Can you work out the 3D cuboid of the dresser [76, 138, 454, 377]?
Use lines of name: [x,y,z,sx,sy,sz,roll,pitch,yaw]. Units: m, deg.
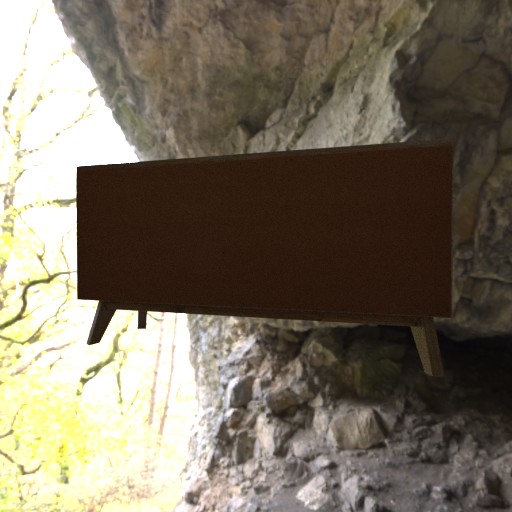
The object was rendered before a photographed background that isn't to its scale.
dresser: [0.000,0.000,1.955,1.554,0.805,0.455,0,1,19]
